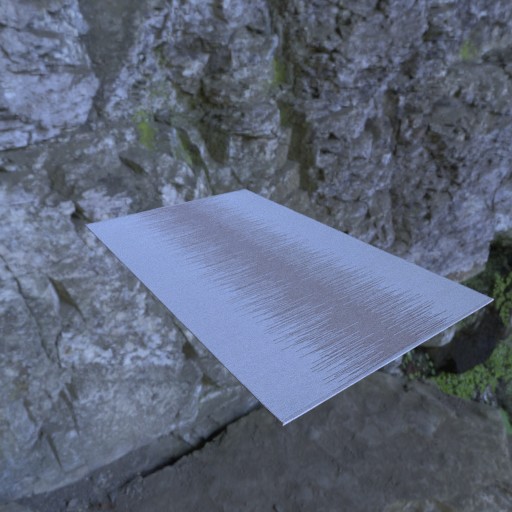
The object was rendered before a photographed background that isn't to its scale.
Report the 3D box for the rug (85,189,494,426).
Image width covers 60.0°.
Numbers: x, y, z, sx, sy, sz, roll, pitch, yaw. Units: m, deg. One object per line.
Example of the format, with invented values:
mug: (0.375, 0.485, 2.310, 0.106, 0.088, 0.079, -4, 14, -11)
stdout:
rug: (0.000, 0.000, 2.958, 1.522, 0.012, 2.440, -18, 32, -32)
